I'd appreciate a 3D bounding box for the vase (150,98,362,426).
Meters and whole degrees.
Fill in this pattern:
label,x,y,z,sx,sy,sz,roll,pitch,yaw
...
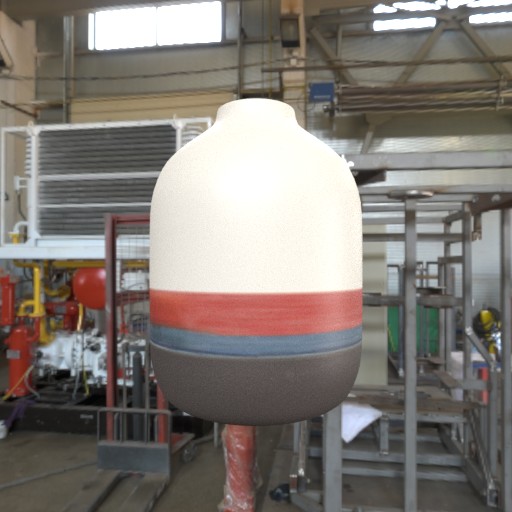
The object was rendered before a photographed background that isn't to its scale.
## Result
label,x,y,z,sx,sy,sz,roll,pitch,yaw
vase,0.000,0.000,0.363,0.169,0.237,0.169,0,-1,0
